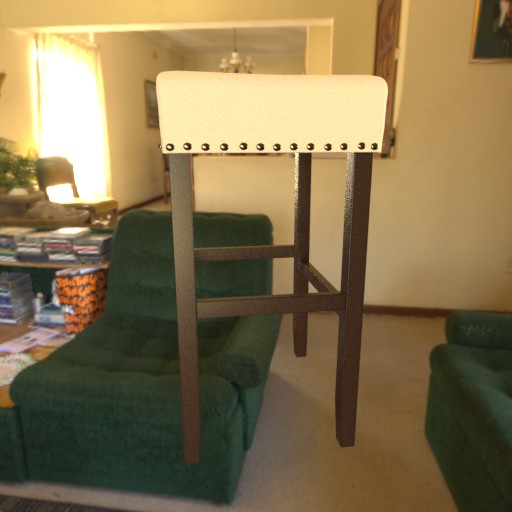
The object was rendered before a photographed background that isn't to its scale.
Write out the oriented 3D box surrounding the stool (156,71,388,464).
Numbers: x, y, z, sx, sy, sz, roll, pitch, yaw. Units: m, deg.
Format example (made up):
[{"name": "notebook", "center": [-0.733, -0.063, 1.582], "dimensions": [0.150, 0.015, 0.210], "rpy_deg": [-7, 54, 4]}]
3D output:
[{"name": "stool", "center": [0.000, 0.000, 1.053], "dimensions": [0.401, 0.762, 0.471], "rpy_deg": [-2, 15, -9]}]
